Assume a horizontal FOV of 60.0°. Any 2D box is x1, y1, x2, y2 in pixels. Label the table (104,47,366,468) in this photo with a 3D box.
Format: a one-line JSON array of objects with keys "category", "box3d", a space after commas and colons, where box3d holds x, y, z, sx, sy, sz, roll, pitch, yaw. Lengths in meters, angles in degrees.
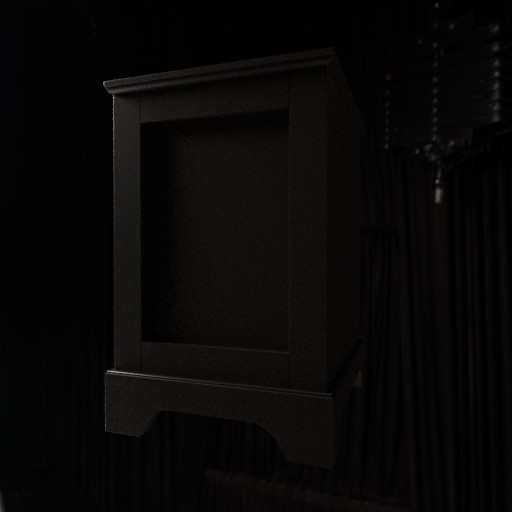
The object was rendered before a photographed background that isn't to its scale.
[{"category": "table", "box3d": [0.000, 0.000, 0.923, 0.399, 0.610, 0.460, 0, 1, 19]}]
